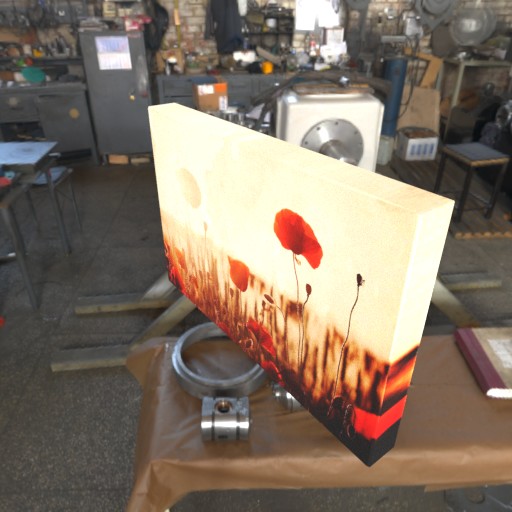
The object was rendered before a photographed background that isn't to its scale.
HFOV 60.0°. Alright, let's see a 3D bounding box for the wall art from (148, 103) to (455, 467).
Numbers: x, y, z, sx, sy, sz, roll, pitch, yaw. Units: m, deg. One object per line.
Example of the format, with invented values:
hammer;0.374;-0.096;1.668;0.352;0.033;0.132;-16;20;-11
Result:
wall art;0.000;0.000;0.475;0.037;0.251;0.383;-21;37;-31
